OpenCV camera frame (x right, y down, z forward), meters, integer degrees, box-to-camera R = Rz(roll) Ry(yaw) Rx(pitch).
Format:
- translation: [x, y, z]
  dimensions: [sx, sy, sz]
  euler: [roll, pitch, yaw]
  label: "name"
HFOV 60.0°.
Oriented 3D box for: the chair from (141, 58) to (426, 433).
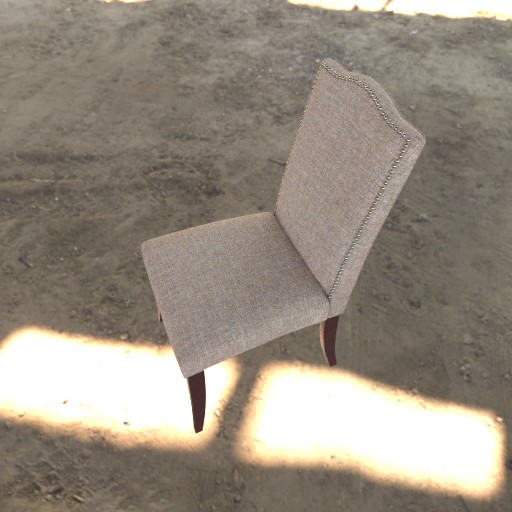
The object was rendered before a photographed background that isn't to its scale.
- translation: [0.000, 0.000, 1.381]
  dimensions: [0.660, 1.016, 0.513]
  euler: [-17, 50, -15]
  label: "chair"
